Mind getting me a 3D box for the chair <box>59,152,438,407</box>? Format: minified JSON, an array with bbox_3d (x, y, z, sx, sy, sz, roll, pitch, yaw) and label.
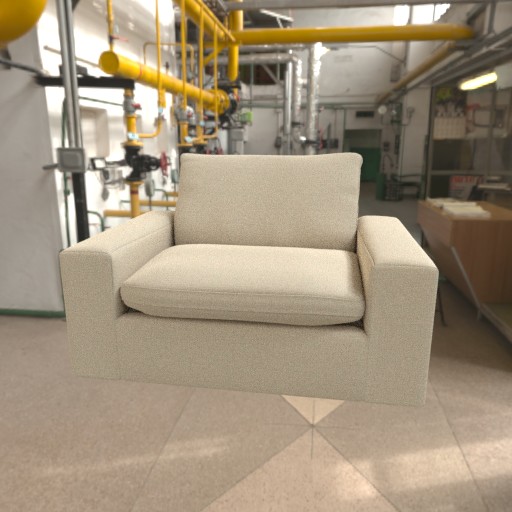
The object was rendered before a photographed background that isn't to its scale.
[{"bbox_3d":[0.000,0.000,2.047,1.398,0.915,1.039,2,15,9],"label":"chair"}]
